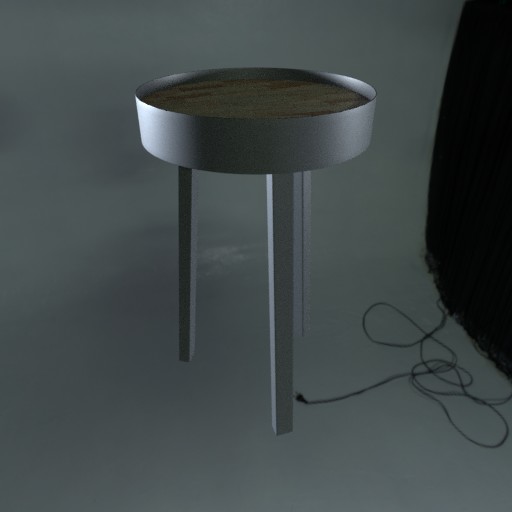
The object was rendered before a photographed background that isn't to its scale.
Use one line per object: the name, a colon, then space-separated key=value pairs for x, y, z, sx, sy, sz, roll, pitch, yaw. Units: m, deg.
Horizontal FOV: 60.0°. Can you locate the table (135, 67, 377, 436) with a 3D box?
table: x=0.000 y=0.000 z=0.947 sx=0.406 sy=0.686 sz=0.406 roll=-9 pitch=33 yaw=-14
